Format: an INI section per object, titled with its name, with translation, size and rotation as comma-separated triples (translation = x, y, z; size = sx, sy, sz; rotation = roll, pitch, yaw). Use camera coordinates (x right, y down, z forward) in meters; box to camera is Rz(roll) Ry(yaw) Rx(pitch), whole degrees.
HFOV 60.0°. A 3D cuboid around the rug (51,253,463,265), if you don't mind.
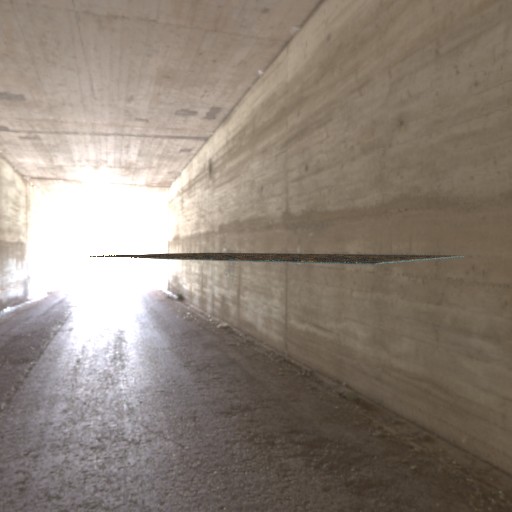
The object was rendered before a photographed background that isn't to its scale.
[rug]
translation = 0.000, 0.000, 4.302
size = 3.291, 0.013, 2.337
rotation = 1, 2, 36
